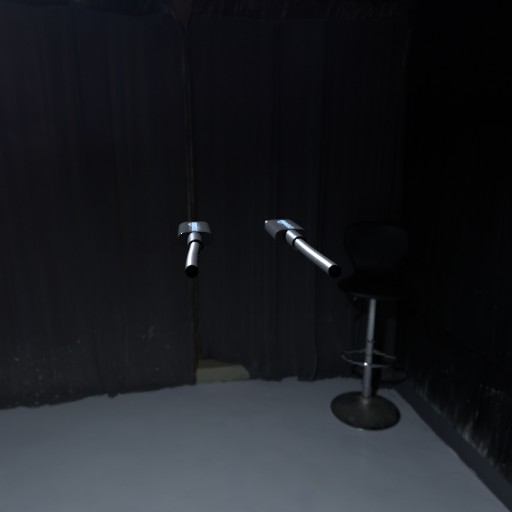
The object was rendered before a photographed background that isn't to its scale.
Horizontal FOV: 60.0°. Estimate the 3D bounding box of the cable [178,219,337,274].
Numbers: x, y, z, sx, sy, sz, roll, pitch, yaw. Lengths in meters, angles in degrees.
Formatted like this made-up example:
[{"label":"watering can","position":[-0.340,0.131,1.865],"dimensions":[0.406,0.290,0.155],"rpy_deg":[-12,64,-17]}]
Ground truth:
[{"label":"cable","position":[0.000,0.000,0.114],"dimensions":[0.041,0.005,0.098],"rpy_deg":[-2,14,-8]}]
